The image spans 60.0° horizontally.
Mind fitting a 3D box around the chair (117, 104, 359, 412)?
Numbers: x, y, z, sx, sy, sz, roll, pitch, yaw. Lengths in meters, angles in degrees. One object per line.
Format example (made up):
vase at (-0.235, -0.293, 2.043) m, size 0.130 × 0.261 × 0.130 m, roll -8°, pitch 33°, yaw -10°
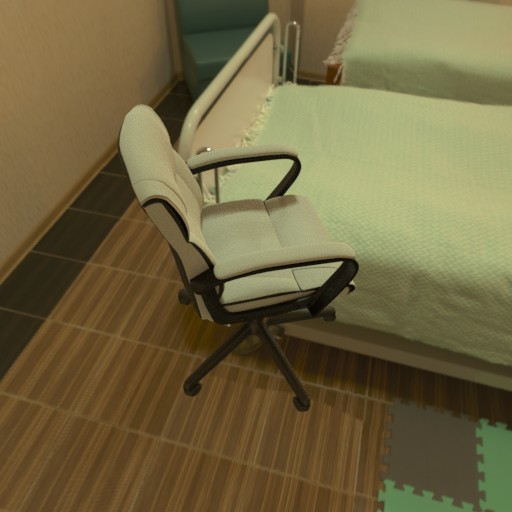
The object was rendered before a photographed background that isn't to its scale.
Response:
chair at (0.000, 0.000, 1.518) m, size 0.717 × 1.004 × 0.739 m, roll -10°, pitch 47°, yaw -9°
